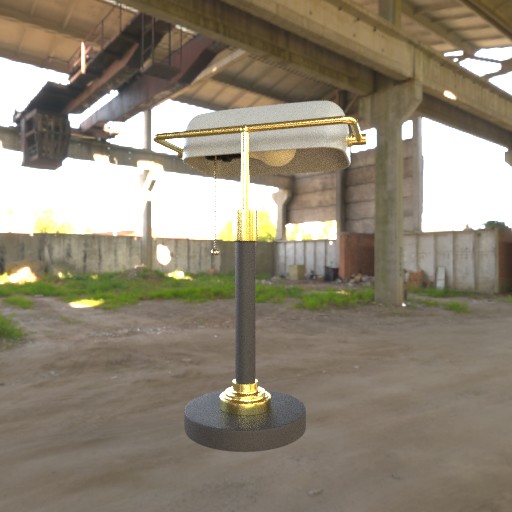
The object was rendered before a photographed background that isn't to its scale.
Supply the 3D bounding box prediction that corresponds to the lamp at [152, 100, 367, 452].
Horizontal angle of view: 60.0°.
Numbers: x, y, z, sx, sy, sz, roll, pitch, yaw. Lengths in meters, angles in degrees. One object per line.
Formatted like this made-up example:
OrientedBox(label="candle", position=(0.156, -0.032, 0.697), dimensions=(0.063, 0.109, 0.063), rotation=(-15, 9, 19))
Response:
OrientedBox(label="lamp", position=(0.000, 0.000, 0.567), dimensions=(0.269, 0.404, 0.227), rotation=(0, 0, 18))
